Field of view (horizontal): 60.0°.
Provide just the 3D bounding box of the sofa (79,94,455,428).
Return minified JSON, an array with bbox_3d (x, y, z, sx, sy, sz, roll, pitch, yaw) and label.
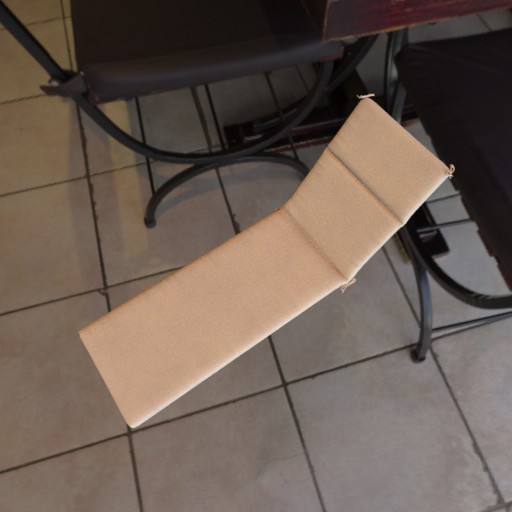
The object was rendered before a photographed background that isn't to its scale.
[{"bbox_3d":[0.000,0.000,1.950,1.663,0.622,0.582,-32,68,-15],"label":"sofa"}]
